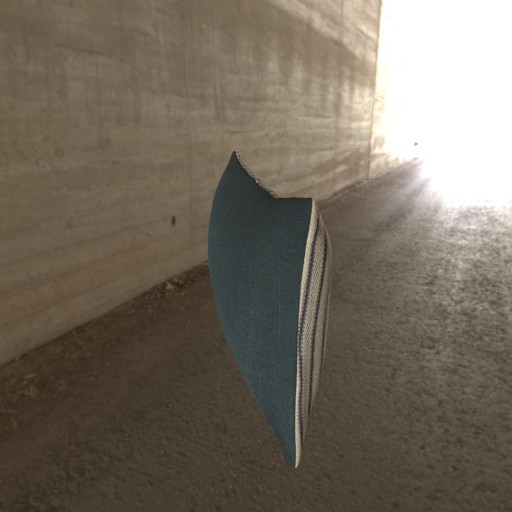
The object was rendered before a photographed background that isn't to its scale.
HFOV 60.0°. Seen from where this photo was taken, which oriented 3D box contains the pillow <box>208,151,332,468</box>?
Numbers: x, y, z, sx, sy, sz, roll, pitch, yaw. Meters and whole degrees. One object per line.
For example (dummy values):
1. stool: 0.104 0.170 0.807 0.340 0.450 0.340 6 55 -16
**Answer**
1. pillow: 0.000 0.000 0.723 0.151 0.305 0.609 -3 16 -9
